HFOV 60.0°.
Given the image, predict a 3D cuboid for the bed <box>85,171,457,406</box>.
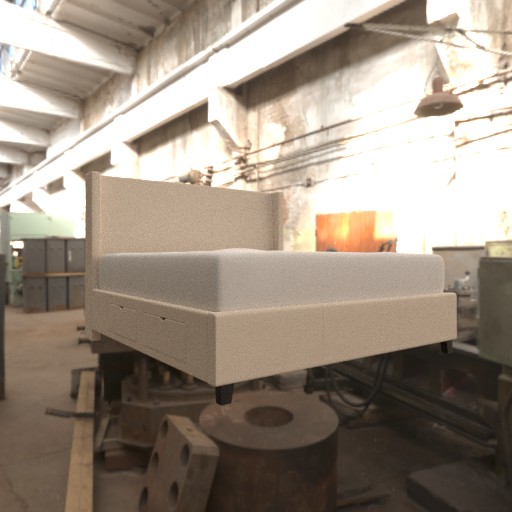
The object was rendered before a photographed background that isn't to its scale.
[{"bbox_3d":[0.000,0.000,3.671,2.145,1.471,2.293,0,0,-36],"label":"bed"}]
